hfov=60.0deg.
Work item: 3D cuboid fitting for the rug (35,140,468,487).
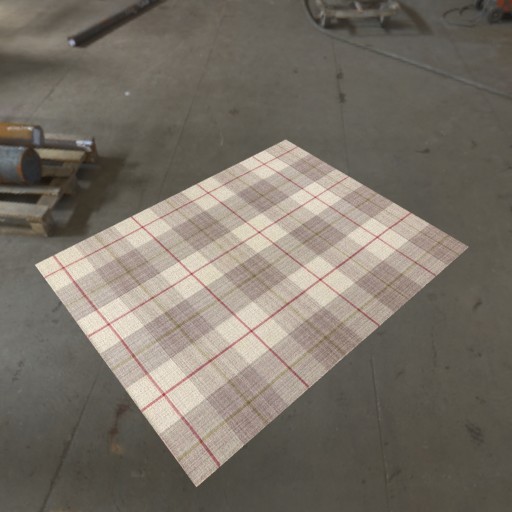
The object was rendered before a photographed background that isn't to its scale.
[{"bbox_3d":[0.000,0.000,3.844,2.959,0.016,2.317,-33,54,-27],"label":"rug"}]
